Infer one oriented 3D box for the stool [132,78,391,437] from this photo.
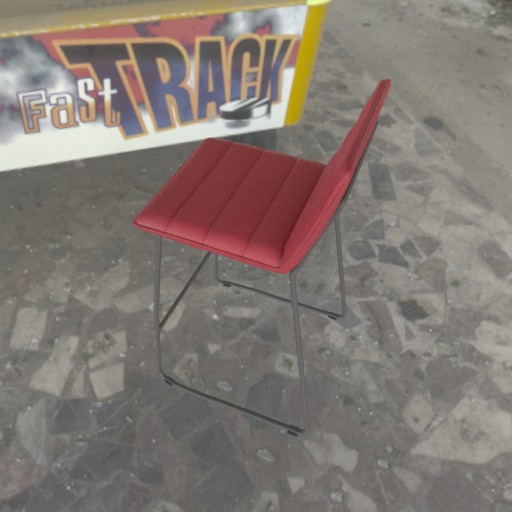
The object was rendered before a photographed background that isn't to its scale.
[{"bbox_3d":[0.000,0.000,1.226,0.524,0.937,0.489,16,48,15],"label":"stool"}]
